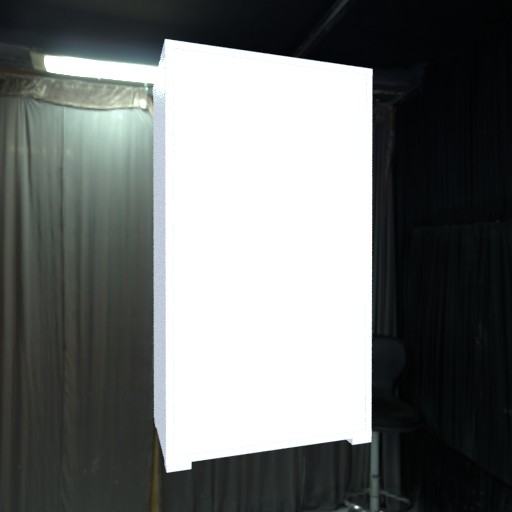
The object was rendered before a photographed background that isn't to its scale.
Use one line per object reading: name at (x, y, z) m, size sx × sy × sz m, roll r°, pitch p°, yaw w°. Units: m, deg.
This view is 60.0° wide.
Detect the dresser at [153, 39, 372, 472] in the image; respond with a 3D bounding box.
dresser at (0.000, 0.000, 1.505) m, size 0.650 × 1.190 × 0.400 m, roll 0°, pitch 1°, yaw -18°
